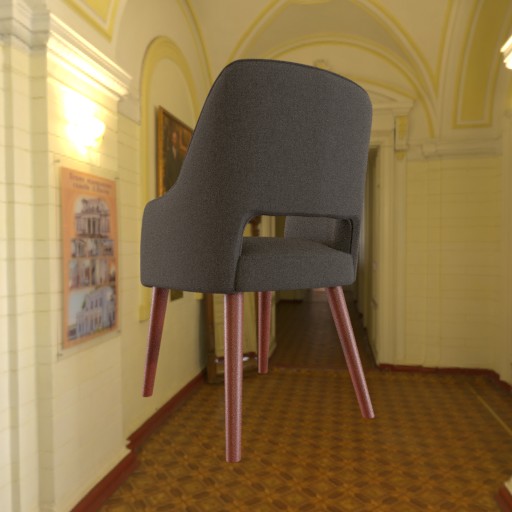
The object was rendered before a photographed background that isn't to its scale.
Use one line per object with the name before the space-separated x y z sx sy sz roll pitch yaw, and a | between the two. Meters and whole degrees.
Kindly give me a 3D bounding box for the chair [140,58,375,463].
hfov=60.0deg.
chair | 0.000 0.000 1.214 0.559 0.838 0.560 -1 2 -34
